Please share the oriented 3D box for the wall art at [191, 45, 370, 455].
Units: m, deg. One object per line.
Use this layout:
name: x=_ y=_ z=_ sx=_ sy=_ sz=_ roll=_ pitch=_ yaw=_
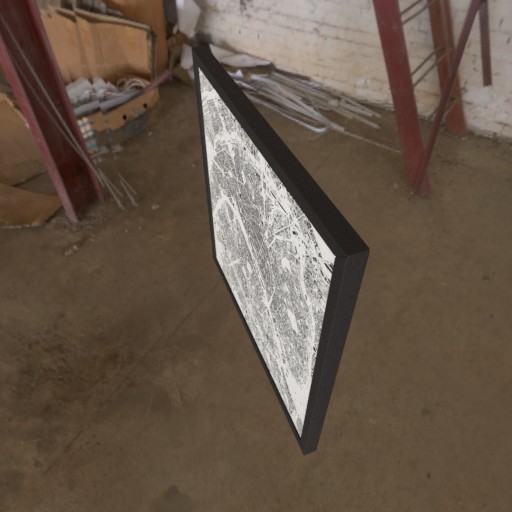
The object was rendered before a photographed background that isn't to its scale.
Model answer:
wall art: x=0.000 y=0.000 z=1.131 sx=0.037 sy=0.763 sz=0.763 roll=-16 pitch=49 yaw=-15
